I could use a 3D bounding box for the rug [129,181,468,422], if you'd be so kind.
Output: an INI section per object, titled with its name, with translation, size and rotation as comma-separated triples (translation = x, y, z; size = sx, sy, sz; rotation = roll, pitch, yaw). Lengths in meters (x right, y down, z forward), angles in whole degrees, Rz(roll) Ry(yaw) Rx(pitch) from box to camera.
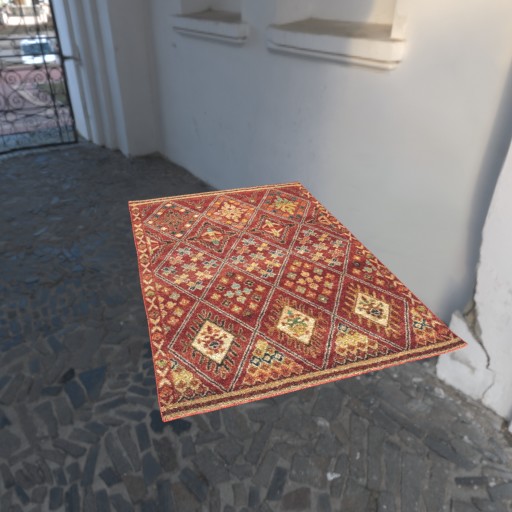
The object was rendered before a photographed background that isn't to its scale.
[rug]
translation = 0.000, 0.000, 2.955
size = 1.521, 0.026, 2.286
rotation = -9, 33, -15
